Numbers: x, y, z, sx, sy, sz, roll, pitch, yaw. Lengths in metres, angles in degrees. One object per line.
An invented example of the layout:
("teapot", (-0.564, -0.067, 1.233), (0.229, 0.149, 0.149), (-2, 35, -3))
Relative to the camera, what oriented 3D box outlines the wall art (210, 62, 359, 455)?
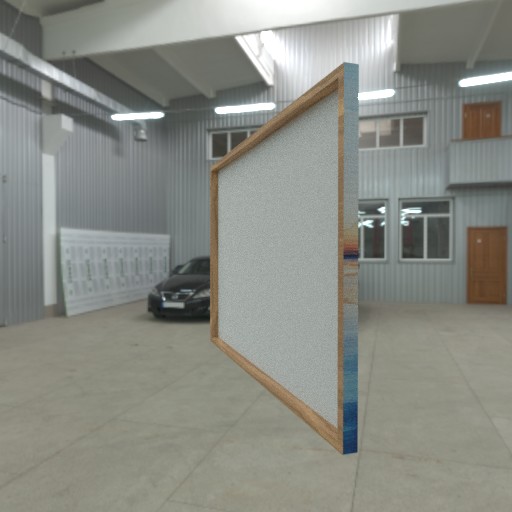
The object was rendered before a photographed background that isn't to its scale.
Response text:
("wall art", (0.000, 0.000, 0.741), (0.018, 0.402, 0.604), (0, 1, -19))
